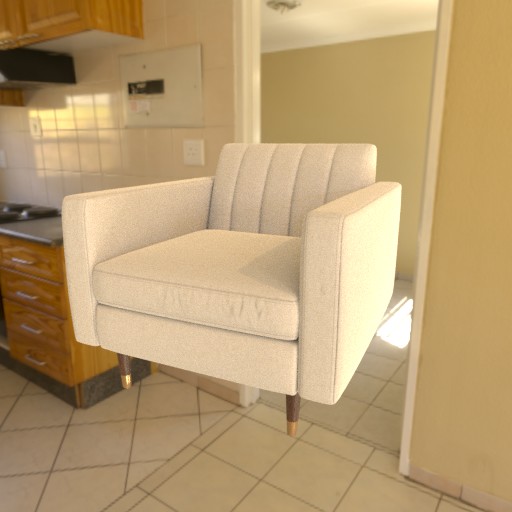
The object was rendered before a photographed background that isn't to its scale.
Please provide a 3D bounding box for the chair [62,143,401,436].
[{"bbox_3d":[0.000,0.000,1.671,0.953,0.819,0.998,7,16,24],"label":"chair"}]
